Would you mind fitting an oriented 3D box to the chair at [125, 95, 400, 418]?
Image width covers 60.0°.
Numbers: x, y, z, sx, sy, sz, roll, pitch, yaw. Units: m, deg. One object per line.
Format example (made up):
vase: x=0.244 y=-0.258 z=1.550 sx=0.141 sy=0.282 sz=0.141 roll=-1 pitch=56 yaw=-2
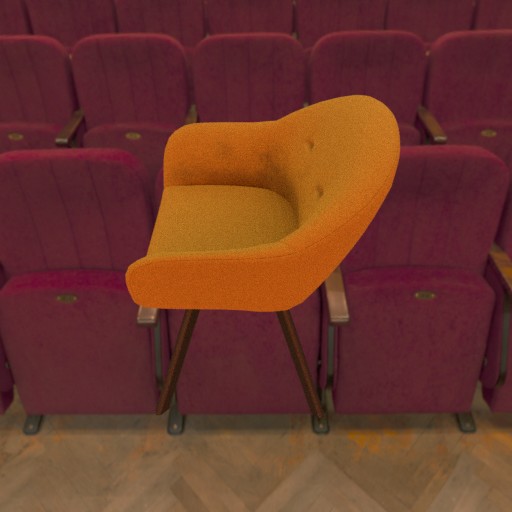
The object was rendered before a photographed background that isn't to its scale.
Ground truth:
chair: x=0.000 y=0.000 z=1.140 sx=0.565 sy=0.775 sz=0.545 roll=0 pitch=42 yaw=0
